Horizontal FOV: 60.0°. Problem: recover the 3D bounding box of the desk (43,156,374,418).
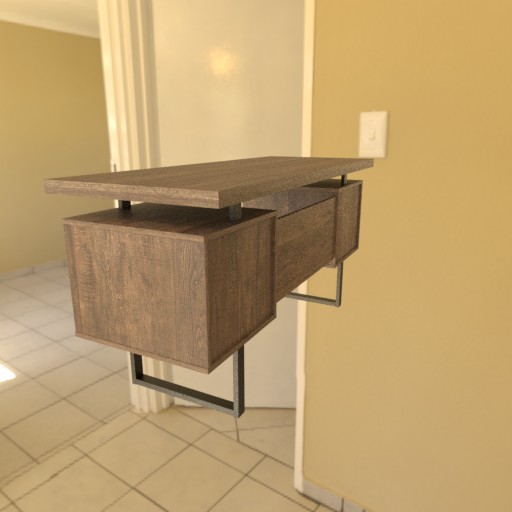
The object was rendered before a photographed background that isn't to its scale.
[{"bbox_3d":[0.000,0.000,1.906,0.600,0.760,1.524,8,17,26],"label":"desk"}]
